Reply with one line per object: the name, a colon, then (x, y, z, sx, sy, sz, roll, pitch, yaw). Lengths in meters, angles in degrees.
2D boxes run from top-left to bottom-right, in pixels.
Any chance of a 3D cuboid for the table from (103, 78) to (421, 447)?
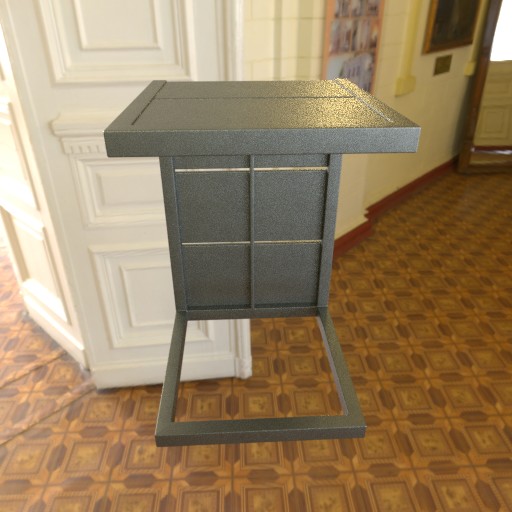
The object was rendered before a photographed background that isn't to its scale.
table: (0.000, 0.000, 0.893, 0.405, 0.609, 0.420, -2, 30, -3)
